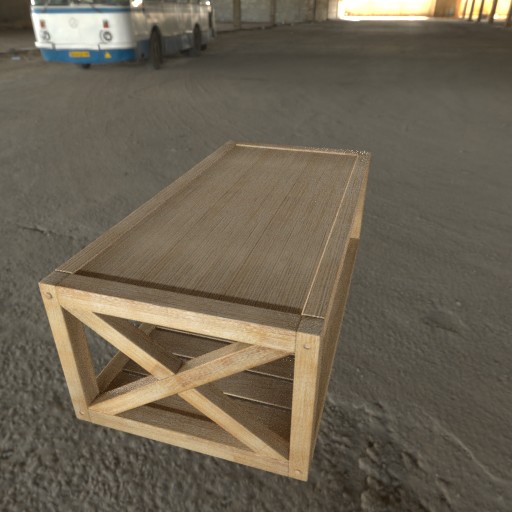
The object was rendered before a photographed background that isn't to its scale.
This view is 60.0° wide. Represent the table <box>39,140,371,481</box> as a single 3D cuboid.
[{"bbox_3d":[0.000,0.000,1.599,0.660,0.457,1.321,8,31,15],"label":"table"}]
